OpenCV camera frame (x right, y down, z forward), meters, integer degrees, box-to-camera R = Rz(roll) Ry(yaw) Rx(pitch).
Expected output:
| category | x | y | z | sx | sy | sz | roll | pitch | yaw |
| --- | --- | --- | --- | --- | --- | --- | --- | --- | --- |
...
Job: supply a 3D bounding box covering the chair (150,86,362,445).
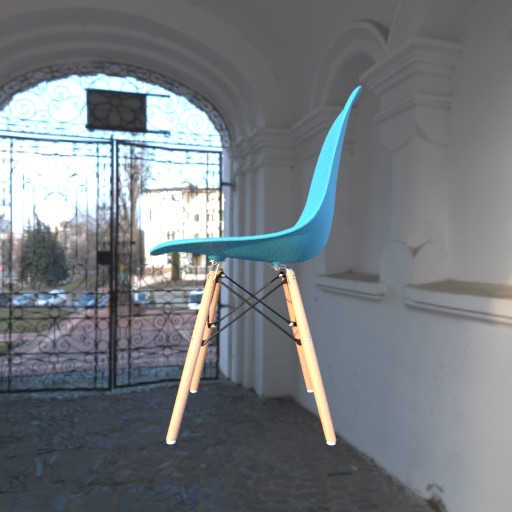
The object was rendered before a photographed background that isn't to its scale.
| category | x | y | z | sx | sy | sz | roll | pitch | yaw |
| --- | --- | --- | --- | --- | --- | --- | --- | --- | --- |
| chair | 0.000 | 0.000 | 1.158 | 0.531 | 0.826 | 0.470 | 0 | 1 | 0 |
